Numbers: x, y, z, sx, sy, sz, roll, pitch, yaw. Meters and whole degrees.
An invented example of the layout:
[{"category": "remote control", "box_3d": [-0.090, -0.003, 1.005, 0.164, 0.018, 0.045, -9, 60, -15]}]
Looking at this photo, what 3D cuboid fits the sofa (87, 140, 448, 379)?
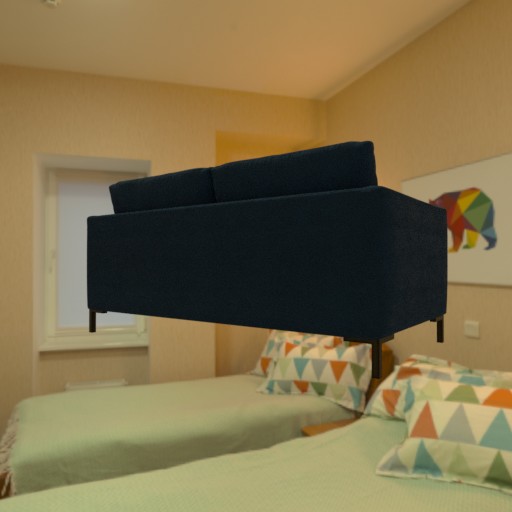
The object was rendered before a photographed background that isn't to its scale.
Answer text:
[{"category": "sofa", "box_3d": [0.000, 0.000, 2.248, 1.676, 0.817, 0.875, -1, -1, 36]}]
